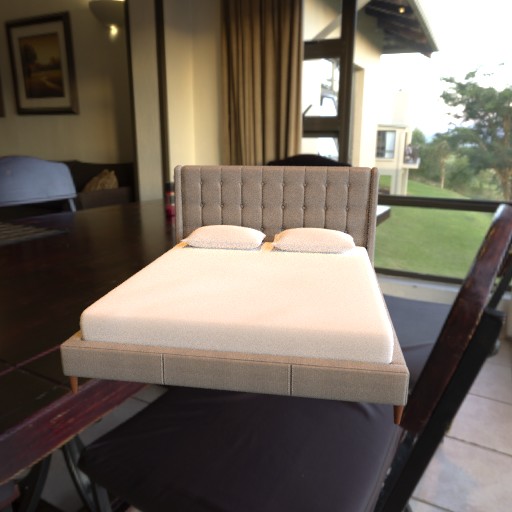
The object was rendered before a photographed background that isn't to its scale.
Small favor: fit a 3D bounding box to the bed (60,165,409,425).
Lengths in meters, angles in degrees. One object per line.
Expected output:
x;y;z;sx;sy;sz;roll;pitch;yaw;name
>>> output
0.000;0.000;3.574;2.062;1.289;2.342;2;15;9;bed
